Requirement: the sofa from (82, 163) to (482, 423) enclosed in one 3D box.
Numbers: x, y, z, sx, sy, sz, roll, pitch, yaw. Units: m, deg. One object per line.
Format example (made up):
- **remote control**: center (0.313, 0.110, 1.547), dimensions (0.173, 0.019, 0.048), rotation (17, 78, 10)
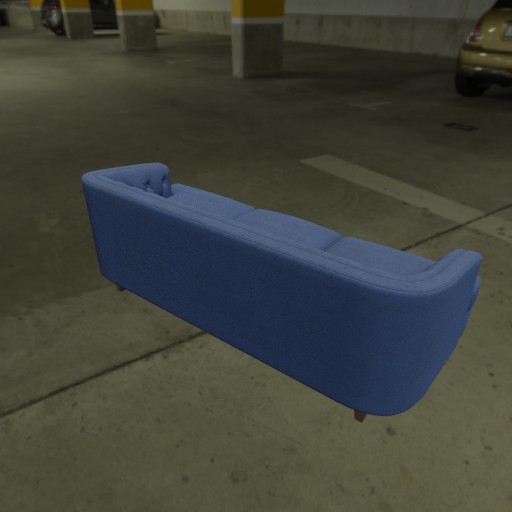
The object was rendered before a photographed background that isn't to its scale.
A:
- **sofa**: center (0.000, 0.000, 2.562), dimensions (2.235, 0.787, 0.914), rotation (21, 36, 32)
